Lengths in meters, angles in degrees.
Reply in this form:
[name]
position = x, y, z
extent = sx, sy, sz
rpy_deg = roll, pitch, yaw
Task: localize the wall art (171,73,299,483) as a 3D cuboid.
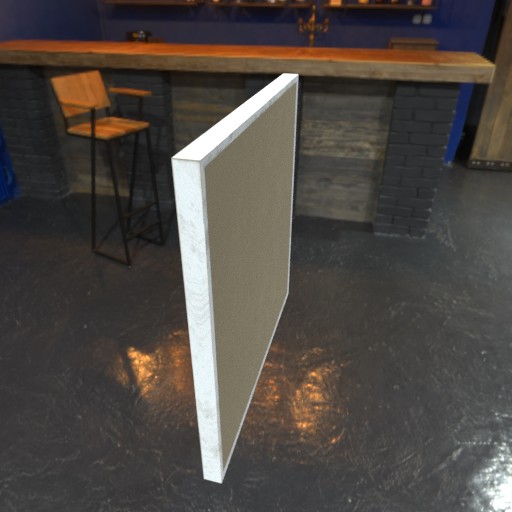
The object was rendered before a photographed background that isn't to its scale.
[wall art]
position = 0.000, 0.000, 0.755
extent = 0.029, 0.506, 0.508
rpy_deg = 8, 32, 13
